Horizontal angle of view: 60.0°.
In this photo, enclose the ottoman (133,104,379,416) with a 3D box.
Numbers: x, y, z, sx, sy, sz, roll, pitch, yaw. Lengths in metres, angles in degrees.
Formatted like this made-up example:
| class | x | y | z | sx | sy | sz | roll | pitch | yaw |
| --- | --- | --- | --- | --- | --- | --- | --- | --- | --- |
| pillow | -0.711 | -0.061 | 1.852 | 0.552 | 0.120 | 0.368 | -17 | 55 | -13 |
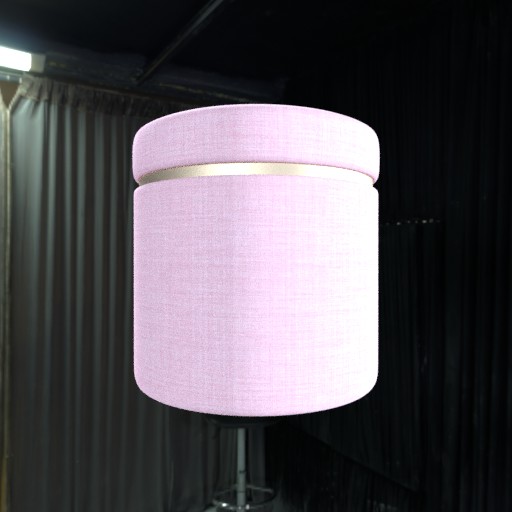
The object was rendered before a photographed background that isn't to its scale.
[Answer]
| class | x | y | z | sx | sy | sz | roll | pitch | yaw |
| --- | --- | --- | --- | --- | --- | --- | --- | --- | --- |
| ottoman | 0.000 | 0.000 | 0.746 | 0.400 | 0.406 | 0.400 | 0 | 0 | 0 |
